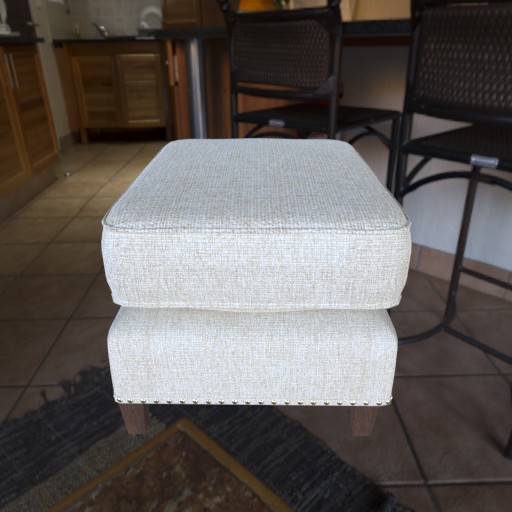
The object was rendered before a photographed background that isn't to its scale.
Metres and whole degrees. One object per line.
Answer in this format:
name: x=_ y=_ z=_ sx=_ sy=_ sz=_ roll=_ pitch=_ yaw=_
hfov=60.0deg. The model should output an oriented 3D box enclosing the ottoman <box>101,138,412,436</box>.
ottoman: x=0.000 y=0.000 z=1.162 sx=0.589 sy=0.537 sz=0.738 roll=0 pitch=27 yaw=1
